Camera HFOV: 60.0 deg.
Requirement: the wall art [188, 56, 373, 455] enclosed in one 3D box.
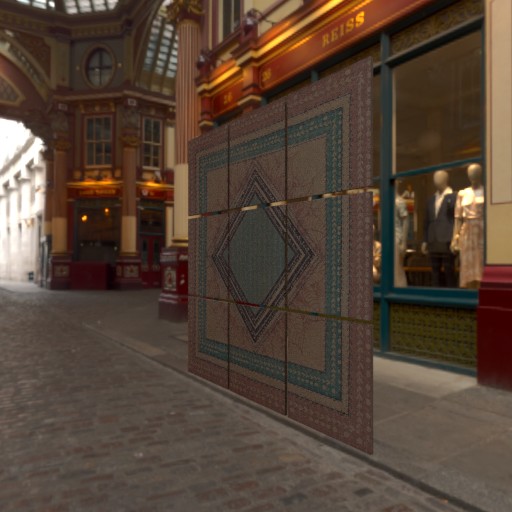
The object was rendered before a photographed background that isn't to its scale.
[{"bbox_3d":[0.000,0.000,2.319,0.014,1.525,1.527,0,0,-36],"label":"wall art"}]
